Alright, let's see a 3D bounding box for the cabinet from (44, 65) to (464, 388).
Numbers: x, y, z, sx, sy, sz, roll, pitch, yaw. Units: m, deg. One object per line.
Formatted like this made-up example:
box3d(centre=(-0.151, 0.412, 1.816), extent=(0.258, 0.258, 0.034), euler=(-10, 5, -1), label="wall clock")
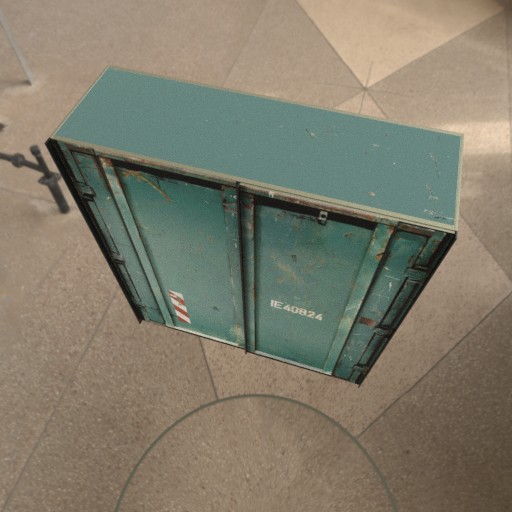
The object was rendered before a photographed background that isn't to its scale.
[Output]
box3d(centre=(0.000, 0.000, 3.130), extent=(2.000, 2.160, 0.680), euler=(14, 58, 9), label="cabinet")
